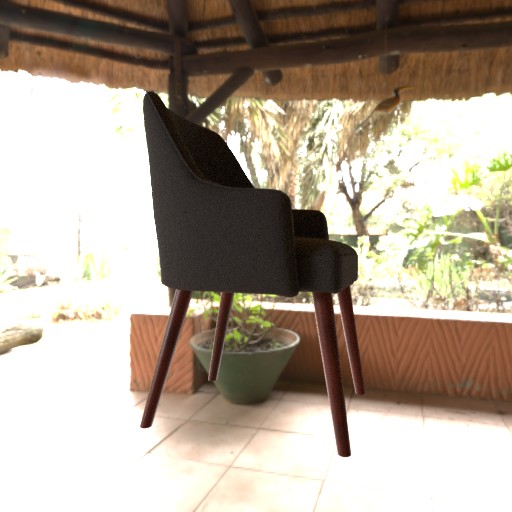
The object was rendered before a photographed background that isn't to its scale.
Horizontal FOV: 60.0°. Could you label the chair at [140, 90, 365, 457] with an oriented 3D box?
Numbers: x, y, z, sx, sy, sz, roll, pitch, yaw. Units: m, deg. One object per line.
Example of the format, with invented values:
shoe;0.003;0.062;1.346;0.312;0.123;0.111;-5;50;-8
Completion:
chair;0.000;0.000;1.221;0.560;0.838;0.559;0;1;18
